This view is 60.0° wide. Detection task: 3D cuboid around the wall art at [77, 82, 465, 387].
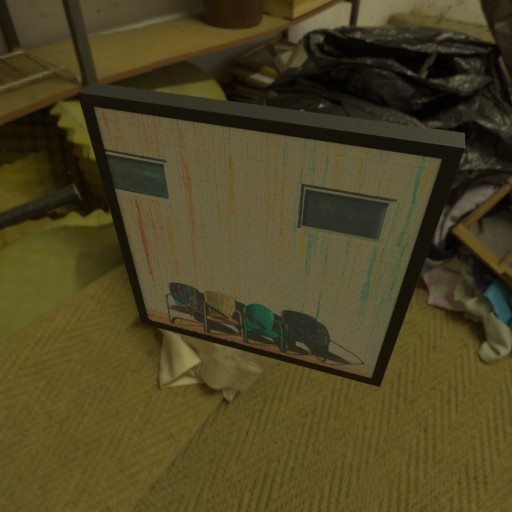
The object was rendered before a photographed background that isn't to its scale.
[{"bbox_3d":[0.000,0.000,0.740,0.506,0.506,0.037,12,44,13],"label":"wall art"}]
